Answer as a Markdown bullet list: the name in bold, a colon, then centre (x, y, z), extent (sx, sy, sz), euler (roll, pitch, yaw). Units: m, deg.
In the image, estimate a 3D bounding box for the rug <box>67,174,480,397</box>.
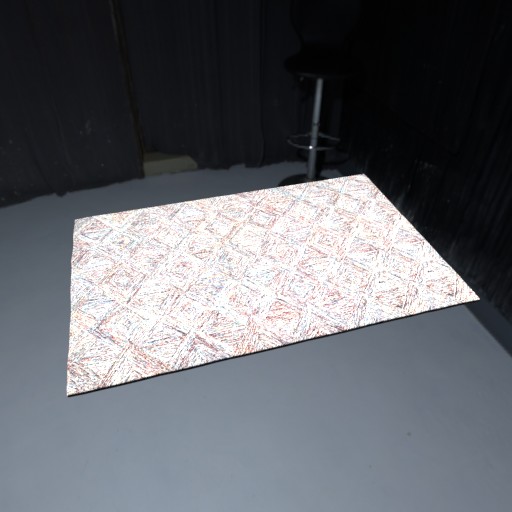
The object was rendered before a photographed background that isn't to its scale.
- **rug**: centre (0.000, 0.000, 2.203), extent (1.761, 0.014, 1.143), euler (-11, 42, -12)
